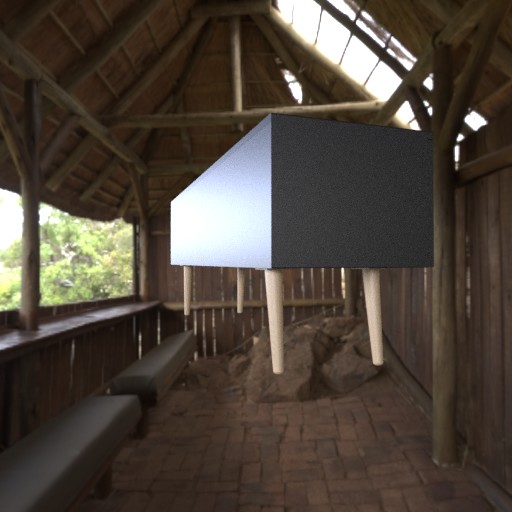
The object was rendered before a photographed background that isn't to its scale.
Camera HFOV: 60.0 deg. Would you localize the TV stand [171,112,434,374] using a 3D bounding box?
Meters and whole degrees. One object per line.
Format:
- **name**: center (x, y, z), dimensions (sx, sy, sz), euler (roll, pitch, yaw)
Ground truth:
- **TV stand**: center (0.000, 0.000, 1.509), dimensions (0.390, 0.518, 1.312), euler (0, -1, -19)
